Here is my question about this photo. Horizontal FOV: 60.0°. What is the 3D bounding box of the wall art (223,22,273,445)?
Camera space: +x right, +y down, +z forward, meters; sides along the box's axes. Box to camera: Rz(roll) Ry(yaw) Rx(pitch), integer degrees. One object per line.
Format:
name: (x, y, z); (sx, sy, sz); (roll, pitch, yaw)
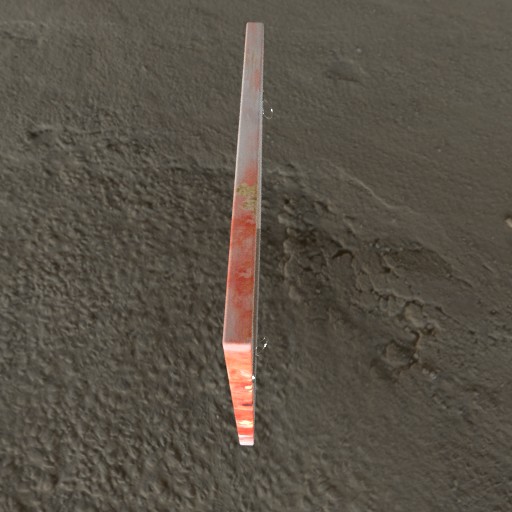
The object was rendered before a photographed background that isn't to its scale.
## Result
wall art: (0.000, 0.000, 1.090); (0.064, 0.746, 0.747); (2, 58, 1)
